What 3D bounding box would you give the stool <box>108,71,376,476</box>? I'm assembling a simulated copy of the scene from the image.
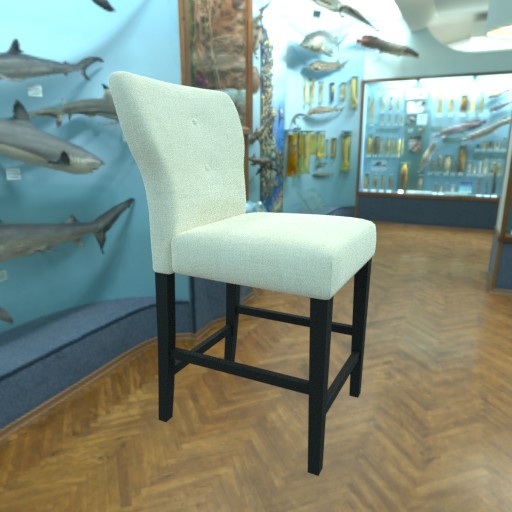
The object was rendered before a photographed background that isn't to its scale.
[{"bbox_3d":[0.000,0.000,1.279,0.603,0.972,0.514,7,16,26],"label":"stool"}]
